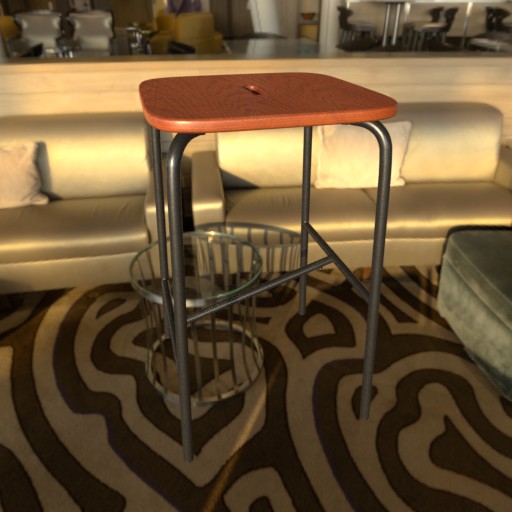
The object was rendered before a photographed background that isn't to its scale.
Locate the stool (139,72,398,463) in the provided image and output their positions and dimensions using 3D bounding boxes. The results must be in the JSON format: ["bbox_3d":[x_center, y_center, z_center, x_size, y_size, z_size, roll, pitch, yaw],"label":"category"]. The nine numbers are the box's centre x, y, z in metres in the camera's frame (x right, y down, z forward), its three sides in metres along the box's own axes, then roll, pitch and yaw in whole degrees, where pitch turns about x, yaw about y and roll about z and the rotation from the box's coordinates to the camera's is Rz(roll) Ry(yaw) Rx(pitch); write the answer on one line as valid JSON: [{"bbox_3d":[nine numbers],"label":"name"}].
[{"bbox_3d":[0.000,0.000,0.857,0.376,0.610,0.376,-8,31,-13],"label":"stool"}]
